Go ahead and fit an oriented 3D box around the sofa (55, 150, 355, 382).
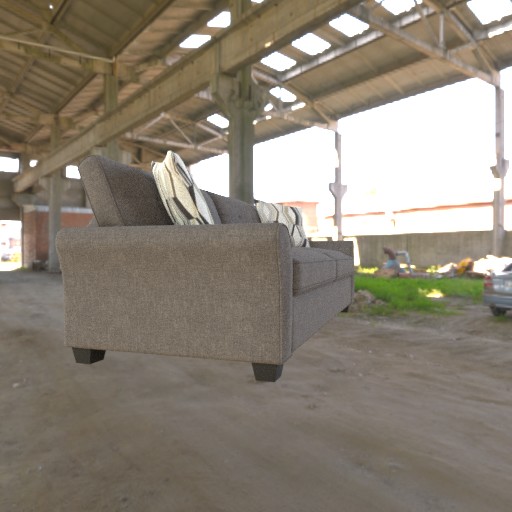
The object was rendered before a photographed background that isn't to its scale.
[{"bbox_3d":[0.000,0.000,2.460,0.889,0.813,2.032,0,0,19],"label":"sofa"}]
